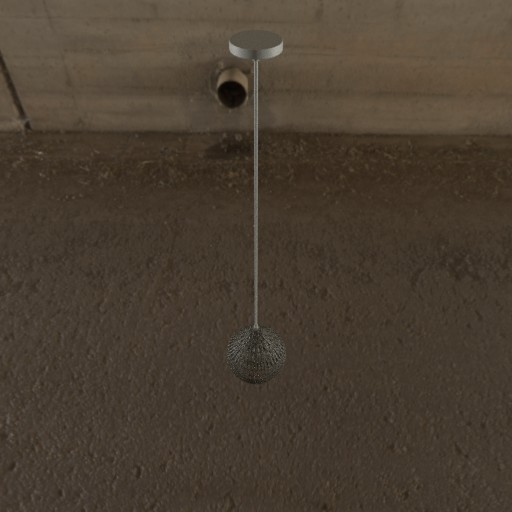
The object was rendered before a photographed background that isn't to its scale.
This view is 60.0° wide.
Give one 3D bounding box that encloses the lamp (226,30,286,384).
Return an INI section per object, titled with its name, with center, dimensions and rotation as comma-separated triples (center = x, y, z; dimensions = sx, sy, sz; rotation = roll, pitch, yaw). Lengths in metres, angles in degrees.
[lamp]
center = 0.000, 0.000, 2.059
dimensions = 0.355, 1.919, 0.355
rotation = -25, 51, -22
